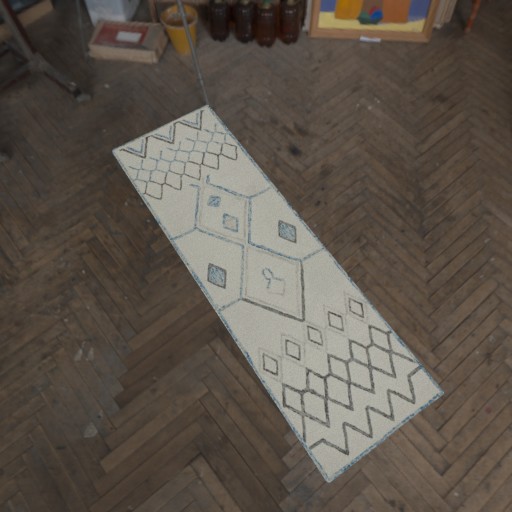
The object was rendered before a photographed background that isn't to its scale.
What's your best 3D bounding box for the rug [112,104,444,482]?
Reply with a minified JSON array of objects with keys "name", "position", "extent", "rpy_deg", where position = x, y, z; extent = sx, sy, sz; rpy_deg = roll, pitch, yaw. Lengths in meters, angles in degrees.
[{"name":"rug","position":[0.000,0.000,2.687],"extent":[0.770,0.013,2.434],"rpy_deg":[-31,68,-14]}]
